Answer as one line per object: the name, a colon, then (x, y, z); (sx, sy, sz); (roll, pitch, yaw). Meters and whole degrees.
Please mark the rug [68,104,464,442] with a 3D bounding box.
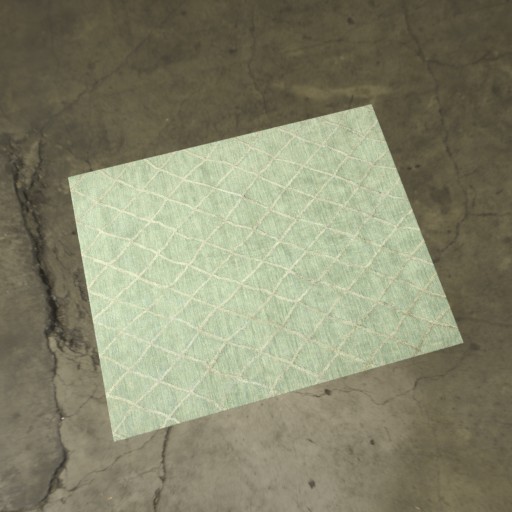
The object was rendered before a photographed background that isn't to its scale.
rug: (0.000, 0.000, 4.005); (3.039, 0.019, 2.420); (-15, 75, -4)
